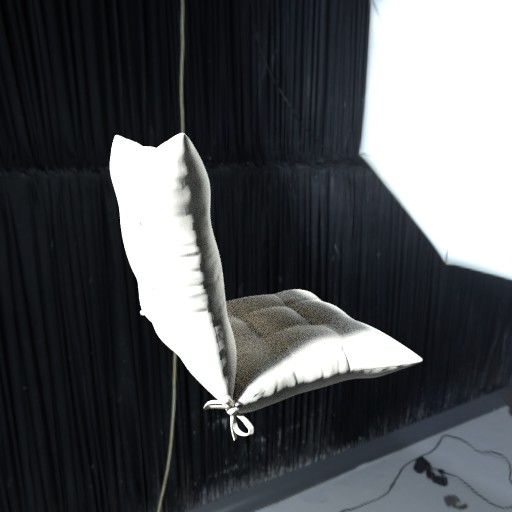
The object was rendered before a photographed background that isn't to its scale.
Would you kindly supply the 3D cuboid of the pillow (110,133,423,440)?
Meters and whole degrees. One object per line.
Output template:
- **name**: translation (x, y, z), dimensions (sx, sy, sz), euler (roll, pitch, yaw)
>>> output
- **pillow**: translation (0.000, 0.000, 1.014), dimensions (0.585, 0.536, 0.541), euler (-7, 16, -26)
